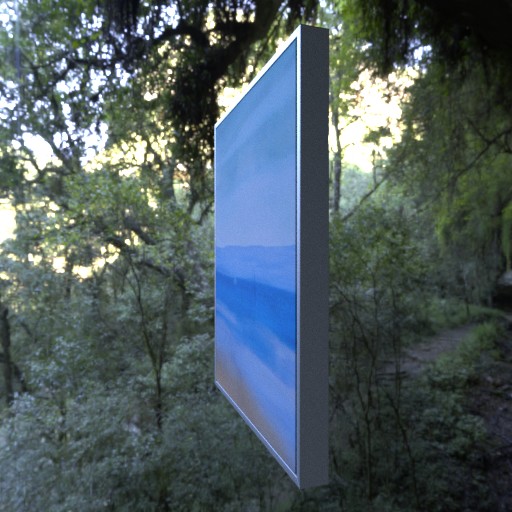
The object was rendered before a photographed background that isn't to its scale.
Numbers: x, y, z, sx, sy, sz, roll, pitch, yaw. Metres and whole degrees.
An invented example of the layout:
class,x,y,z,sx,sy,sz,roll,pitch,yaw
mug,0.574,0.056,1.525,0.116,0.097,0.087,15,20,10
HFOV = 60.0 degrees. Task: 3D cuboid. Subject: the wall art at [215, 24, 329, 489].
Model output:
class,x,y,z,sx,sy,sz,roll,pitch,yaw
wall art,0.000,0.000,0.743,0.039,0.553,0.445,0,1,-18
